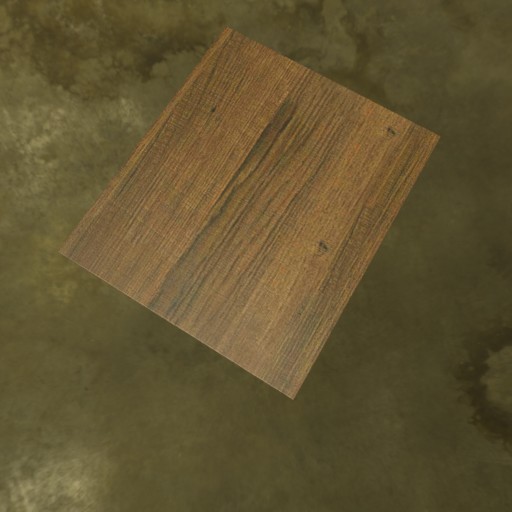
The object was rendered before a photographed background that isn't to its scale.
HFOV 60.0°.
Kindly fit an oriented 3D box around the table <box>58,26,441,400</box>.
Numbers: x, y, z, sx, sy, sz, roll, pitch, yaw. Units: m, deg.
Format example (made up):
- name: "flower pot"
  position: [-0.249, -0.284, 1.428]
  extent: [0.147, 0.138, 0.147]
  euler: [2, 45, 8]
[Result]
- name: "table"
  position: [0.000, 0.000, 1.175]
  extent: [0.457, 0.866, 0.526]
  euler: [30, 77, 8]
